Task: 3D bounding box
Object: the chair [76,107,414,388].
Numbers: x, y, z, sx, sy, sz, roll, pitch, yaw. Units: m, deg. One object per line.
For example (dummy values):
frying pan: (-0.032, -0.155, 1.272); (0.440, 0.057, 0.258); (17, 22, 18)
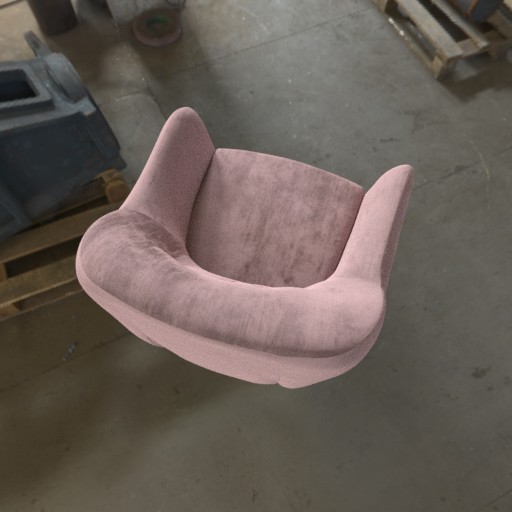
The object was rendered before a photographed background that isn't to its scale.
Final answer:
chair: (0.000, 0.000, 1.490); (0.840, 0.820, 0.820); (17, 65, 8)
